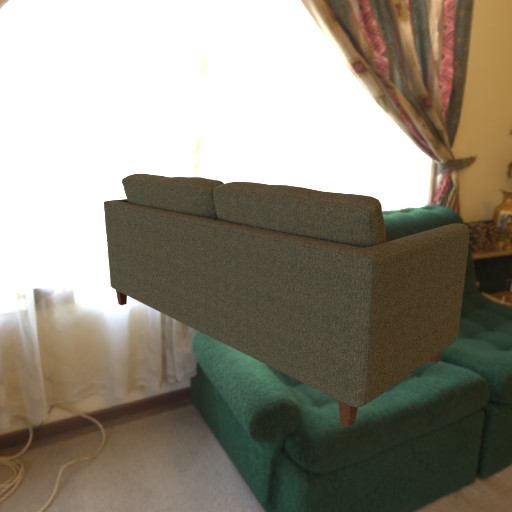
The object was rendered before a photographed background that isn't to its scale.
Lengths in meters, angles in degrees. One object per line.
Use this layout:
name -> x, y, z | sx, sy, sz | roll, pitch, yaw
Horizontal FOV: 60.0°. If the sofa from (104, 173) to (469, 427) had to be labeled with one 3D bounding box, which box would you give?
sofa -> 0.000, 0.000, 2.744 | 0.948, 0.965, 2.208 | -13, 19, -42
